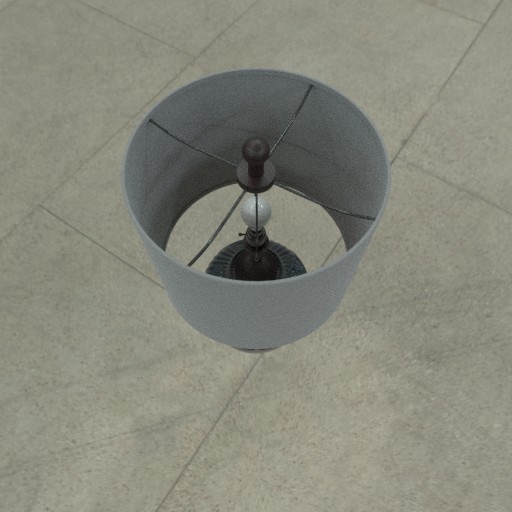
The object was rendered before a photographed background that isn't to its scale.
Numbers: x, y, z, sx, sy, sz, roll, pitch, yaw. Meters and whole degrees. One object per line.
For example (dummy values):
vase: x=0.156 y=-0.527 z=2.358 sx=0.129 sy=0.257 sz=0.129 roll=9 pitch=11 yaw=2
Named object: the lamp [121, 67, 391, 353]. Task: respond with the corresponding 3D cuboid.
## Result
lamp: x=0.000 y=0.000 z=0.747 sx=0.318 sy=0.567 sz=0.318 roll=0 pitch=63 yaw=0
